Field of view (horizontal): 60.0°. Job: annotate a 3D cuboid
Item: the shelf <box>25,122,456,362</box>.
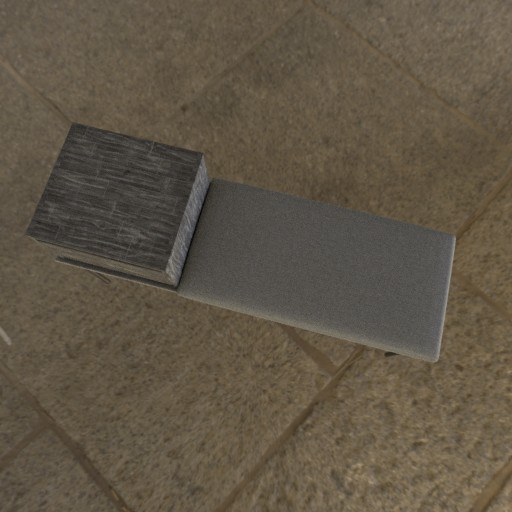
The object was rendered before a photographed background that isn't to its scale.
[{"bbox_3d":[0.000,0.000,1.633,1.342,0.633,0.457,14,75,4],"label":"shelf"}]
